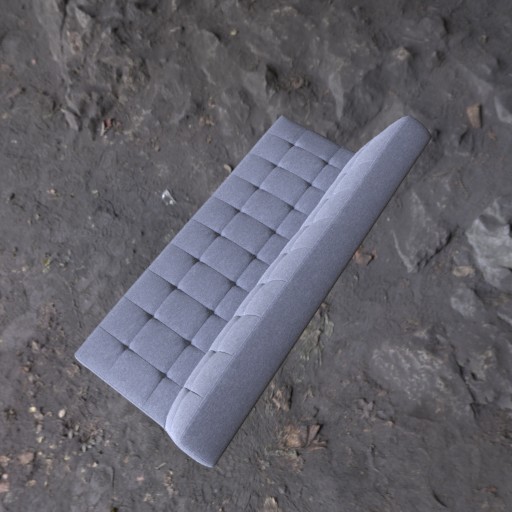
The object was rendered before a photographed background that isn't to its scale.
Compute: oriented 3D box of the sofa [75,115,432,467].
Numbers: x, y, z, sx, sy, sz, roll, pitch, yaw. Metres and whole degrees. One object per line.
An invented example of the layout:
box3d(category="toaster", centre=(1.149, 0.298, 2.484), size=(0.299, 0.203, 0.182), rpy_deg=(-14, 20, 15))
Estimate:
box3d(category="sofa", centre=(0.000, 0.000, 2.235), size=(0.860, 0.810, 1.800), rpy_deg=(32, 69, 14))
